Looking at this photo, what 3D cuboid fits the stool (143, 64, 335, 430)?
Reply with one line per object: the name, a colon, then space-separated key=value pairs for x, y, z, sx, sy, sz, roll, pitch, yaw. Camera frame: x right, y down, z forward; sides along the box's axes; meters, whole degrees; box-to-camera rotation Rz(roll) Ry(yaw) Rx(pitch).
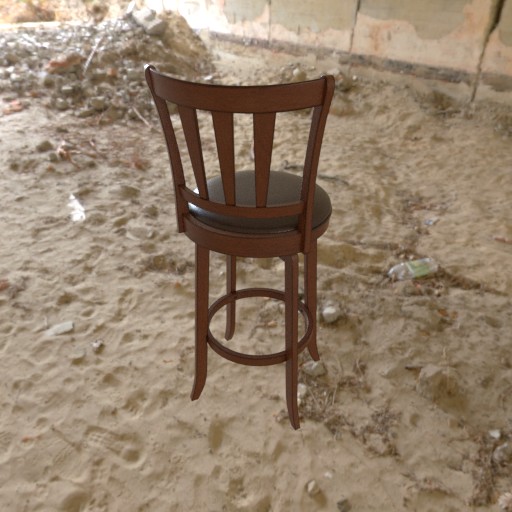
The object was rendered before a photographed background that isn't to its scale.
stool: x=0.000 y=0.000 z=1.438 sx=0.464 sy=1.177 sz=0.503 roll=10 pitch=33 yaw=16
